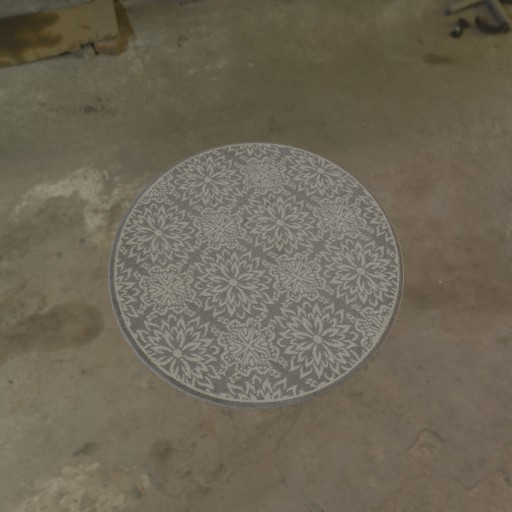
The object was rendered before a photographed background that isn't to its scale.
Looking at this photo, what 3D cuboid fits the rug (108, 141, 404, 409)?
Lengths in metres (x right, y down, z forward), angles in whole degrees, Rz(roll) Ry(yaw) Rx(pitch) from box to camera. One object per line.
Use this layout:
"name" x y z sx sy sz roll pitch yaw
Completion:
"rug" 0.000 0.000 2.414 1.593 0.012 1.593 0 64 0
